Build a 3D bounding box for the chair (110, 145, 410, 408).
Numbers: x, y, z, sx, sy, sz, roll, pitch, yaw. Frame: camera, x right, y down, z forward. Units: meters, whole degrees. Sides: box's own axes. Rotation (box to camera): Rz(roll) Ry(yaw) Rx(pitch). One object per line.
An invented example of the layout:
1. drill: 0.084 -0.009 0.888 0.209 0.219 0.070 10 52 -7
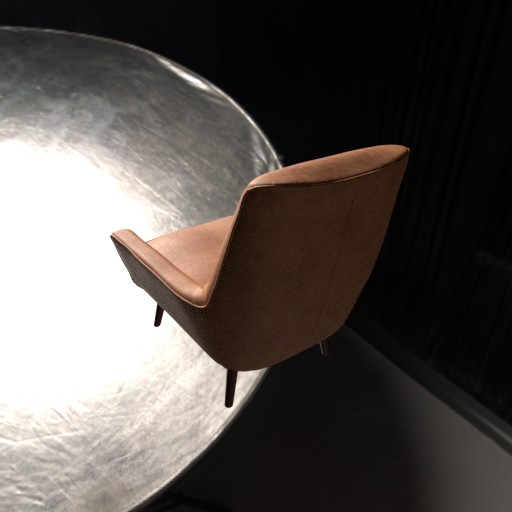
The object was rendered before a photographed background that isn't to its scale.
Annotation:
1. chair: 0.000 0.000 1.522 0.753 0.883 0.851 -19 36 -29
